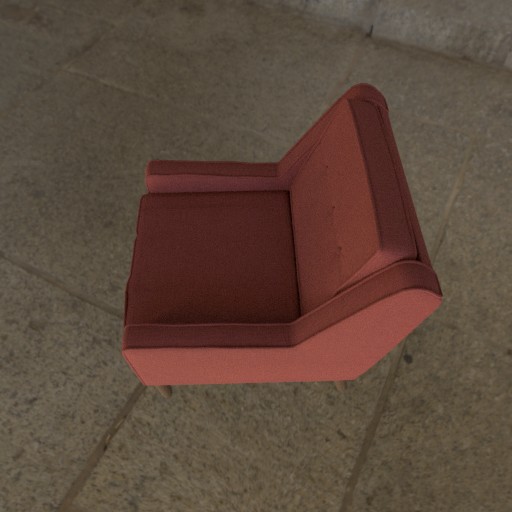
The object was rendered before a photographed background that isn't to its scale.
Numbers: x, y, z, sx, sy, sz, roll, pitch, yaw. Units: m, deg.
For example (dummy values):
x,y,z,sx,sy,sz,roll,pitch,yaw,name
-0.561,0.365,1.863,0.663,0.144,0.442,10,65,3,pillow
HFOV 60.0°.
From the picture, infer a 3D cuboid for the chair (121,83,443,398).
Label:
x,y,z,sx,sy,sz,roll,pitch,yaw,name
0.000,0.000,1.378,0.770,0.812,0.680,-2,57,-1,chair
